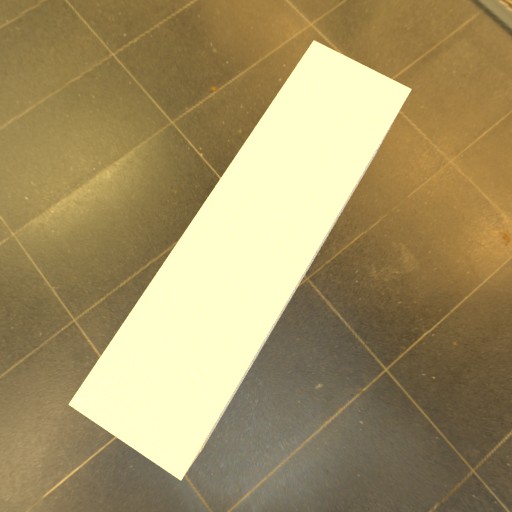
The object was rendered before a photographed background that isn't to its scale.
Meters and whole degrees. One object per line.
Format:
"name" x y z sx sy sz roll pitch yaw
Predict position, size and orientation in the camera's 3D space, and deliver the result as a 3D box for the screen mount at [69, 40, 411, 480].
"screen mount" 0.000 0.000 1.748 0.400 0.619 1.490 30 78 7
